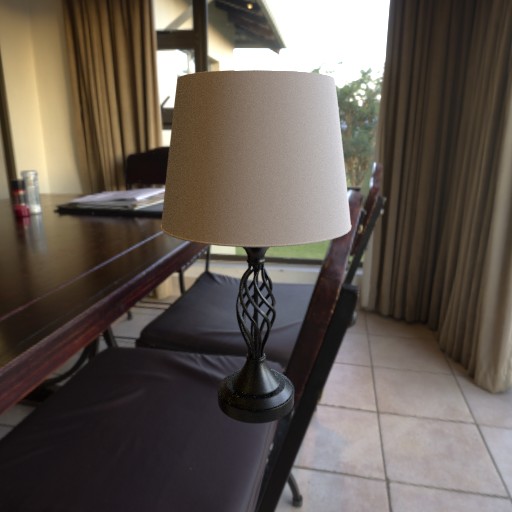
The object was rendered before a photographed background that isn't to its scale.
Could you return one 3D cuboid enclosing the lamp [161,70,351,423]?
[{"bbox_3d":[0.000,0.000,0.800,0.331,0.594,0.331,0,16,0],"label":"lamp"}]
